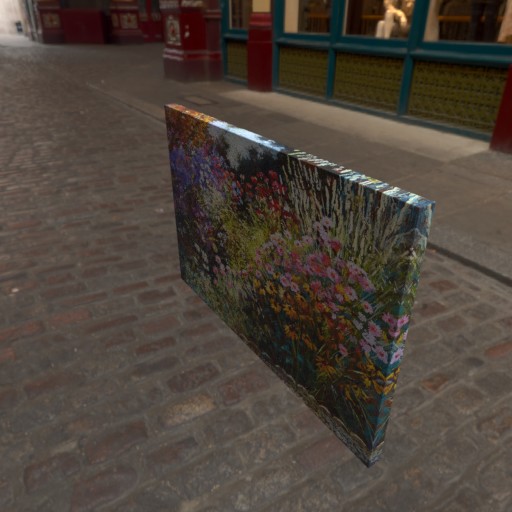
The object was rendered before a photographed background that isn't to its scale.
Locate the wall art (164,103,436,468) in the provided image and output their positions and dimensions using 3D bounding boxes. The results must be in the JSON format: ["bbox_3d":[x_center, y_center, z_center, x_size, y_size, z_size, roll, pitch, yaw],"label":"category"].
[{"bbox_3d":[0.000,0.000,1.133,0.037,0.604,0.908,-19,35,-29],"label":"wall art"}]
